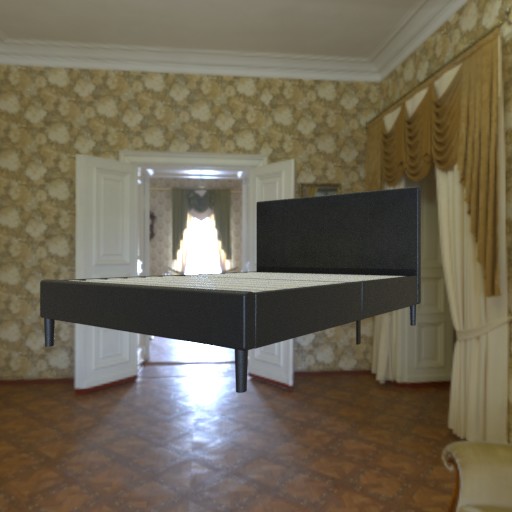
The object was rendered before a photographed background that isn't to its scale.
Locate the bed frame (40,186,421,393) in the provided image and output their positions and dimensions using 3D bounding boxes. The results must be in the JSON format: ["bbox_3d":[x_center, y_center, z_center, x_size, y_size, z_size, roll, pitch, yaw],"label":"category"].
[{"bbox_3d":[0.000,0.000,3.195,1.634,1.127,2.318,0,0,37],"label":"bed frame"}]
